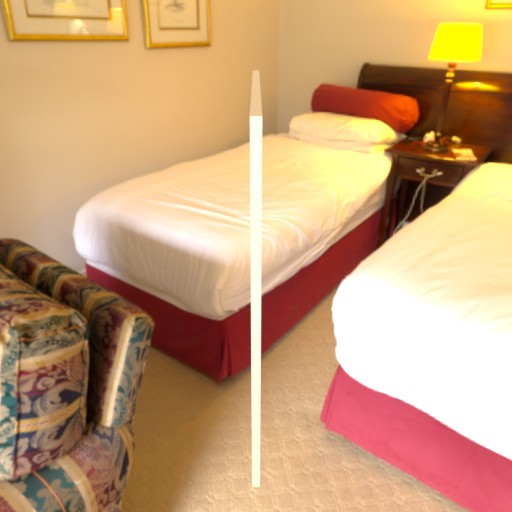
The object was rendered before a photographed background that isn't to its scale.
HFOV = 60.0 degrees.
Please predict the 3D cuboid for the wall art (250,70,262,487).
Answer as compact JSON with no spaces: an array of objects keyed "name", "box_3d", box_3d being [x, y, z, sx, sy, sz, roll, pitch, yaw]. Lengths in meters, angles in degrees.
[{"name":"wall art","box_3d":[0.000,0.000,0.771,0.012,0.557,0.482,0,28,0]}]
